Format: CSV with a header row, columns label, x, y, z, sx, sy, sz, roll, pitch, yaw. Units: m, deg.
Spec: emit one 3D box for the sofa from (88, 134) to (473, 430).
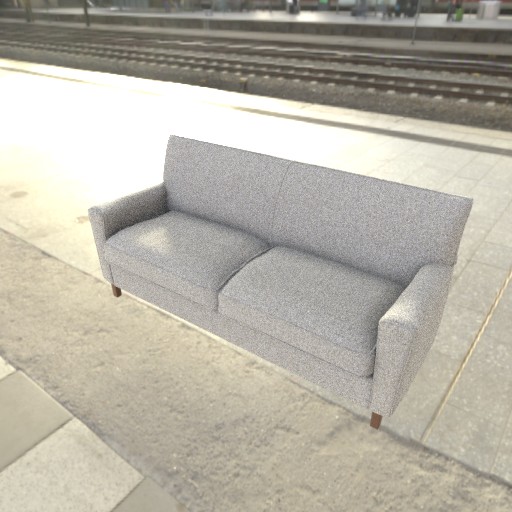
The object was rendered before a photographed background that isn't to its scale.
label,x,y,z,sx,sy,sz,roll,pitch,yaw
sofa,0.000,0.000,2.552,2.026,0.942,0.854,20,36,30
